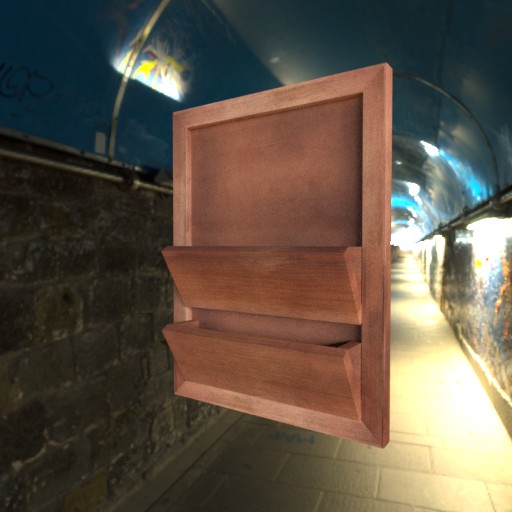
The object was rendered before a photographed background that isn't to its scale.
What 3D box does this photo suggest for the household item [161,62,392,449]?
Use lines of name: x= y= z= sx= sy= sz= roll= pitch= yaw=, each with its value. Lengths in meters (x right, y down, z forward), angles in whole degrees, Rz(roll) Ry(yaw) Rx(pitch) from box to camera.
household item: x=0.000 y=0.000 z=0.541 sx=0.310 sy=0.407 sz=0.067 roll=1 pitch=2 yaw=34
